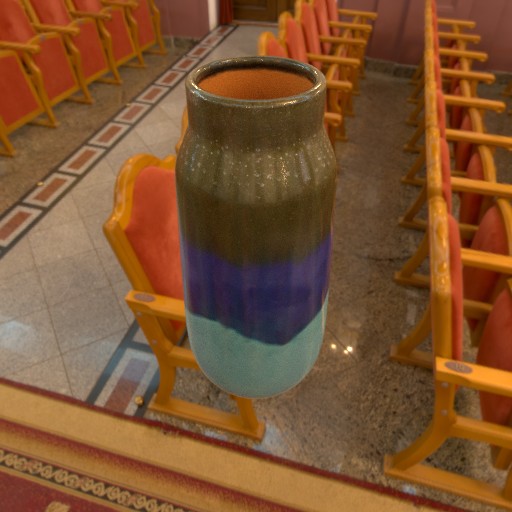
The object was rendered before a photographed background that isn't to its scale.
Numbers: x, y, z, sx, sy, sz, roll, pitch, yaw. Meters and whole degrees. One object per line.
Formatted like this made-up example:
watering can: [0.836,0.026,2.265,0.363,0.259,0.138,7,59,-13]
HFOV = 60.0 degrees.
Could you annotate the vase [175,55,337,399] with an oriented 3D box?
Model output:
vase: [0.000,0.000,0.392,0.139,0.313,0.139,0,41,0]
